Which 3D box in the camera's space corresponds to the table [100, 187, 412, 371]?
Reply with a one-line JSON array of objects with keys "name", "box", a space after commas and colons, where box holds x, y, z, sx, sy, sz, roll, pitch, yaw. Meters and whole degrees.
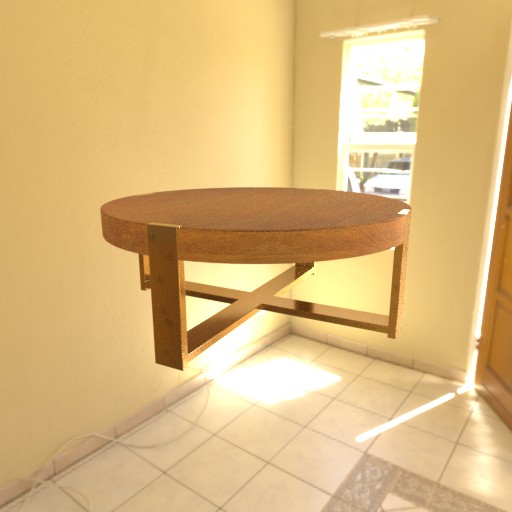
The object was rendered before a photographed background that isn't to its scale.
[{"name": "table", "box": [0.000, 0.000, 1.713, 1.100, 0.420, 1.100, 0, 14, 0]}]
